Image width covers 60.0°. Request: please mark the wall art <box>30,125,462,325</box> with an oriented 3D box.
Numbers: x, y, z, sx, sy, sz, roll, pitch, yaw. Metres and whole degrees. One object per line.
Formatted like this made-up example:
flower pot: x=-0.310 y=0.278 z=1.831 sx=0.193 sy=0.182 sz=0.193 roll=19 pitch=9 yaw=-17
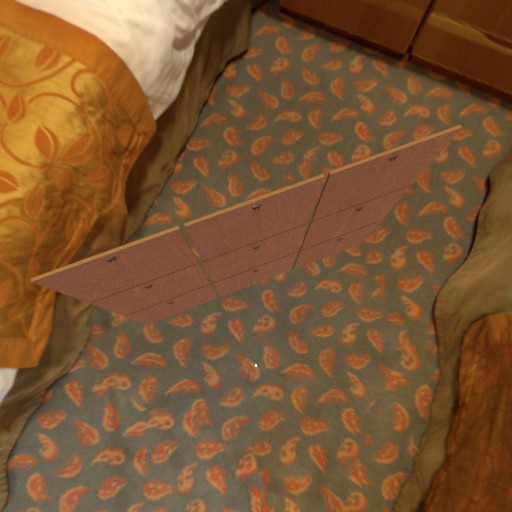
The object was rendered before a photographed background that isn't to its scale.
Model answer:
wall art: x=0.000 y=0.000 z=2.208 sx=1.526 sy=1.522 sz=0.023 roll=-20 pitch=77 yaw=-5
